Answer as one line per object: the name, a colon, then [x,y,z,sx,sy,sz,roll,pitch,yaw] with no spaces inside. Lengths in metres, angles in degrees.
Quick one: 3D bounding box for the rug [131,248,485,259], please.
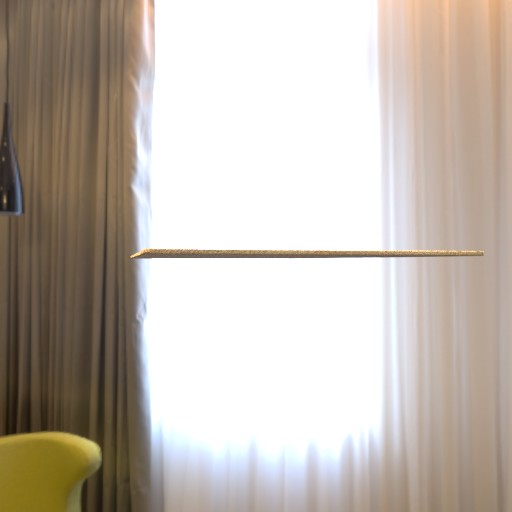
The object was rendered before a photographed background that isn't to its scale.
rug: [0.000,0.000,3.401,1.798,0.025,2.698,0,-1,-17]
